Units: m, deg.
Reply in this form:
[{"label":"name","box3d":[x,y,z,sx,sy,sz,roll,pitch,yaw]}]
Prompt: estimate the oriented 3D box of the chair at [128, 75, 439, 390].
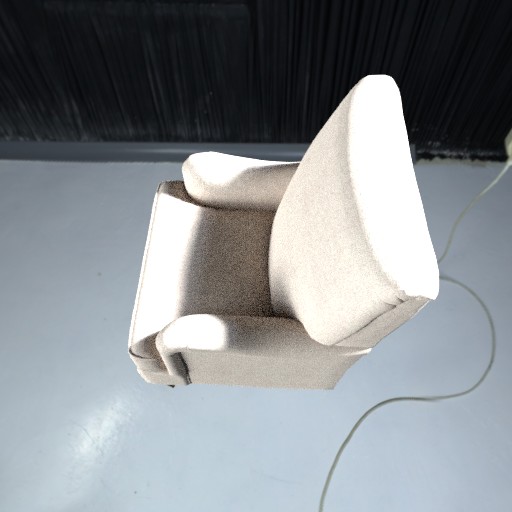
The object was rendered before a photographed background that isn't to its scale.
[{"label":"chair","box3d":[0.000,0.000,1.769,0.953,1.119,0.879,1,58,1]}]
